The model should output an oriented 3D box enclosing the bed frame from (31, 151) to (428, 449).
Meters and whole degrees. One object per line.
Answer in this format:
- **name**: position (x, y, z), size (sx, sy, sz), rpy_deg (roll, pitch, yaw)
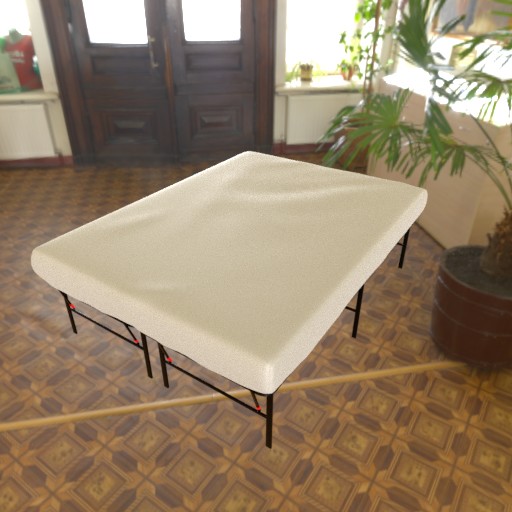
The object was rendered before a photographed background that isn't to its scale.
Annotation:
- **bed frame**: position (0.000, 0.000, 2.909), size (1.584, 0.667, 2.151), rpy_deg (19, 36, 29)
